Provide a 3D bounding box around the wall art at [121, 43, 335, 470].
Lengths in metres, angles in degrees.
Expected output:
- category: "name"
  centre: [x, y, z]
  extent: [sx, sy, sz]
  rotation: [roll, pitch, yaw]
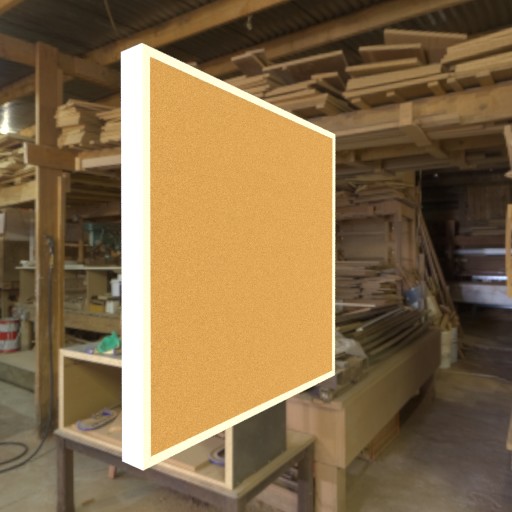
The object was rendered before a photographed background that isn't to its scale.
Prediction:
- category: "wall art"
  centre: [0.000, 0.000, 0.744]
  extent: [0.040, 0.509, 0.509]
  rotation: [0, 1, 36]
